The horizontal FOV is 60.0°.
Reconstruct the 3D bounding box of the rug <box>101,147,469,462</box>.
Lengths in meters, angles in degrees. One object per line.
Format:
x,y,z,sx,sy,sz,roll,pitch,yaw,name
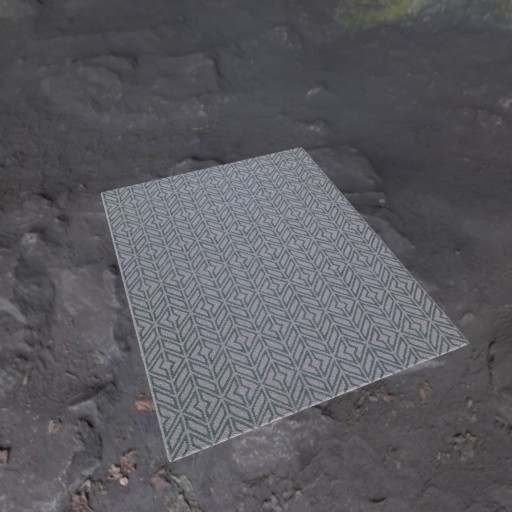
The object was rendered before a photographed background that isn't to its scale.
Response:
0.000,0.000,4.184,2.441,0.017,3.050,-16,48,-15,rug
